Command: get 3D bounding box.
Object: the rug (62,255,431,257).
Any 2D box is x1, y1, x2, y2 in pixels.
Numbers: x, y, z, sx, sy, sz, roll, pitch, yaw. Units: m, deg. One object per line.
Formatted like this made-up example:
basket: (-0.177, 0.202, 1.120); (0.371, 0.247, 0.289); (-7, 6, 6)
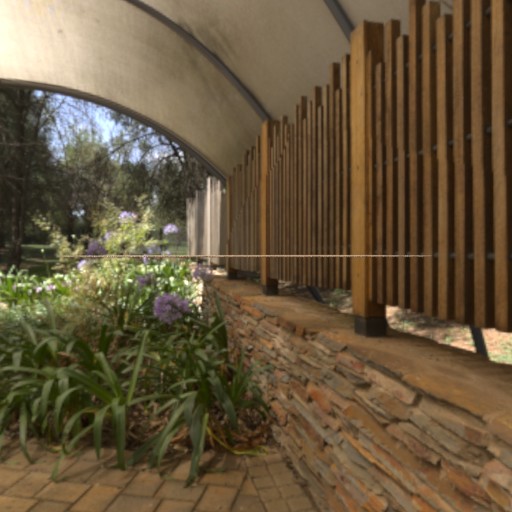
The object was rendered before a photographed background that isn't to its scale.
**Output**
rug: (0.000, 0.000, 3.020); (2.432, 0.006, 1.520); (0, 0, -19)
